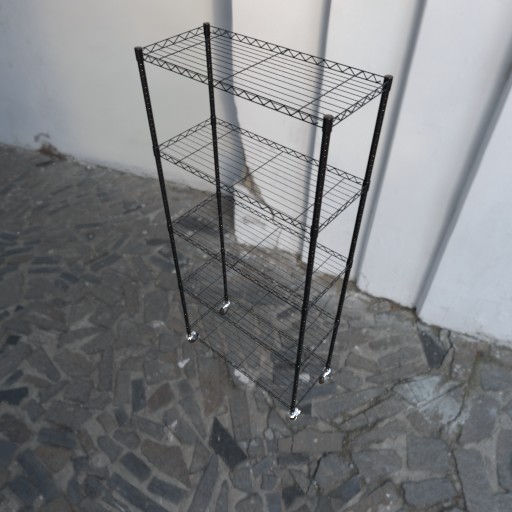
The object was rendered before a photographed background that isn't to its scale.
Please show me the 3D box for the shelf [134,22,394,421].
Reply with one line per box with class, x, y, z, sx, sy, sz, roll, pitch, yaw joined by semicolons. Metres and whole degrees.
shelf;0.000;0.000;1.910;0.762;1.645;0.356;30;52;27
